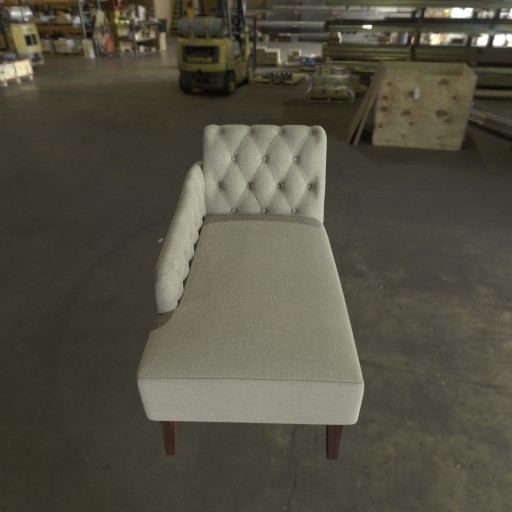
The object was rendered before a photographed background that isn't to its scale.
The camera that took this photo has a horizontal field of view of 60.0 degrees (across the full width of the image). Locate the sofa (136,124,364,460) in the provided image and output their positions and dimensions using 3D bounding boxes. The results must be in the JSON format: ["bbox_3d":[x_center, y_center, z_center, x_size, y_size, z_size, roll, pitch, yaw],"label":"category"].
[{"bbox_3d":[0.000,0.000,1.853,0.675,0.787,1.379,1,30,2],"label":"sofa"}]
